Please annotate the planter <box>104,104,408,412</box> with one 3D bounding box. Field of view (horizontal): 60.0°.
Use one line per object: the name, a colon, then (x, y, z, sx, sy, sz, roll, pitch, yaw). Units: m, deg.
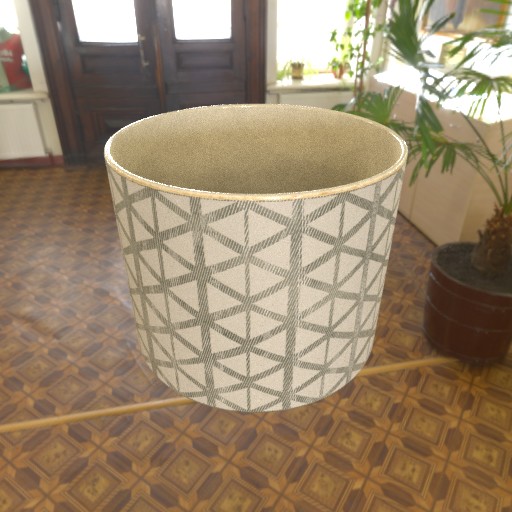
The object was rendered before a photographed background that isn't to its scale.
planter: (0.000, 0.000, 0.441, 0.250, 0.239, 0.250, 0, 31, 0)
